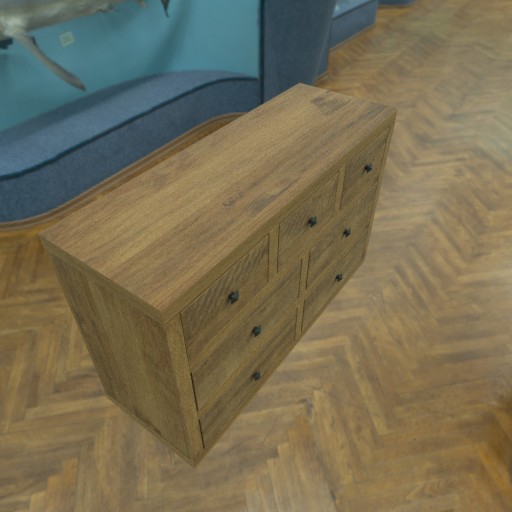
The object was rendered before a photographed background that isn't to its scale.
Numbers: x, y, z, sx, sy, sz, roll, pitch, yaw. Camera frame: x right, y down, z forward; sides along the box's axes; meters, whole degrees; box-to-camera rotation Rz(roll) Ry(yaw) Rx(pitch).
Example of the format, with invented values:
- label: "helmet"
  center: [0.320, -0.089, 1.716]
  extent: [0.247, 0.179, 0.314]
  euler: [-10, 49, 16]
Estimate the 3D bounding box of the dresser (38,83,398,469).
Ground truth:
- label: "dresser"
  center: [0.000, 0.000, 1.682]
  extent: [0.479, 0.825, 1.261]
  euler: [26, 48, 26]
